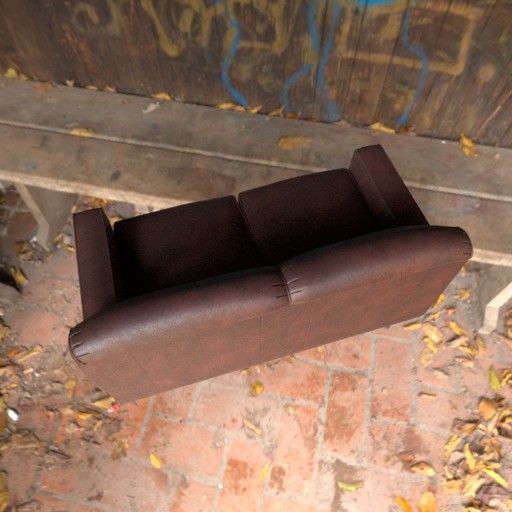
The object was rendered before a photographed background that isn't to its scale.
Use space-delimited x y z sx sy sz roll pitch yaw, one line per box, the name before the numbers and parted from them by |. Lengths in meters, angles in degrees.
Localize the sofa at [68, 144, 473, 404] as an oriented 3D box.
sofa | 0.000 0.000 2.461 1.856 0.966 1.000 -14 60 -8
